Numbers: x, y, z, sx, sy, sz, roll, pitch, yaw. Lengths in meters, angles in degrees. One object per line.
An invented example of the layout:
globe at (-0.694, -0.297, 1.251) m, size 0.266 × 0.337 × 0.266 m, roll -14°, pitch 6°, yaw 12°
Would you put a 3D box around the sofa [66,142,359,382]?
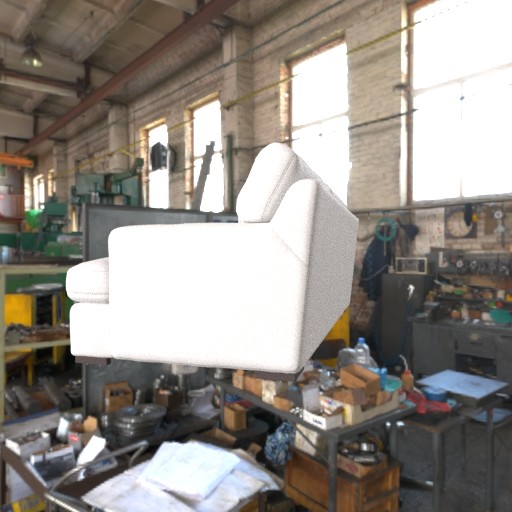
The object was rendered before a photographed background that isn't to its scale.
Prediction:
sofa at (0.000, 0.000, 2.823) m, size 1.143 × 0.940 × 2.261 m, roll 0°, pitch 1°, yaw 17°
